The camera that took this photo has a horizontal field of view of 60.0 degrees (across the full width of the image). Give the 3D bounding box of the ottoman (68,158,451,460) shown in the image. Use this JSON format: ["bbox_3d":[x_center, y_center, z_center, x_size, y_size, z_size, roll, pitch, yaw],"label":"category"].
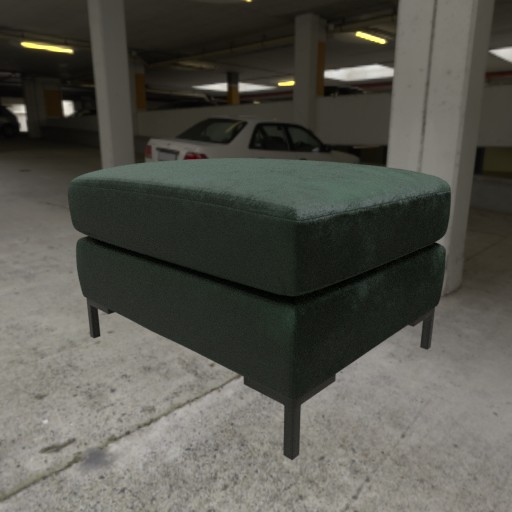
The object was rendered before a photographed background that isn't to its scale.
[{"bbox_3d":[0.000,0.000,1.272,0.839,0.538,0.701,14,20,41],"label":"ottoman"}]
